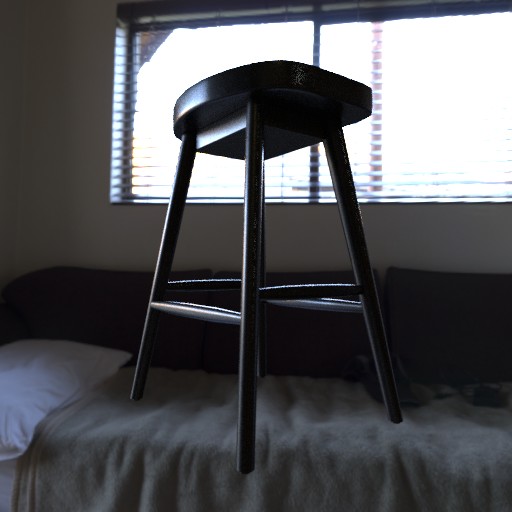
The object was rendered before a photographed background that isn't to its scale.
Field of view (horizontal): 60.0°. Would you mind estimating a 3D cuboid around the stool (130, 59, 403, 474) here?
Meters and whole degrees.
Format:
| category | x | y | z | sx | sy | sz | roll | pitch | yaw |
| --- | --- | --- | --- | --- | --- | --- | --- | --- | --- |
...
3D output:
| category | x | y | z | sx | sy | sz | roll | pitch | yaw |
| --- | --- | --- | --- | --- | --- | --- | --- | --- | --- |
| stool | 0.000 | 0.000 | 0.891 | 0.361 | 0.615 | 0.440 | 1 | -2 | -36 |
